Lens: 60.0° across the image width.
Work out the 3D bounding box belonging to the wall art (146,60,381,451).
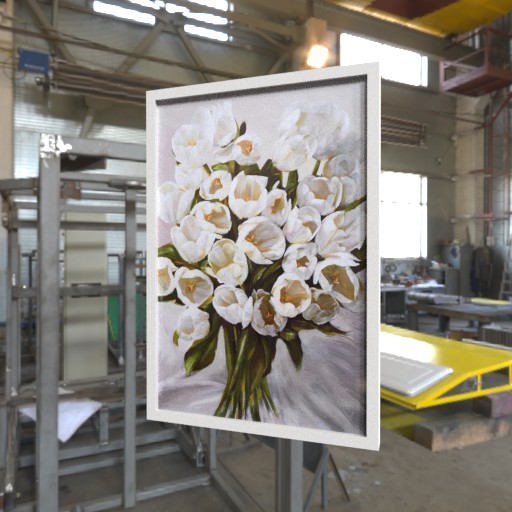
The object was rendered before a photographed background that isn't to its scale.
[{"bbox_3d":[0.000,0.000,0.544,0.293,0.428,0.025,0,0,18],"label":"wall art"}]
